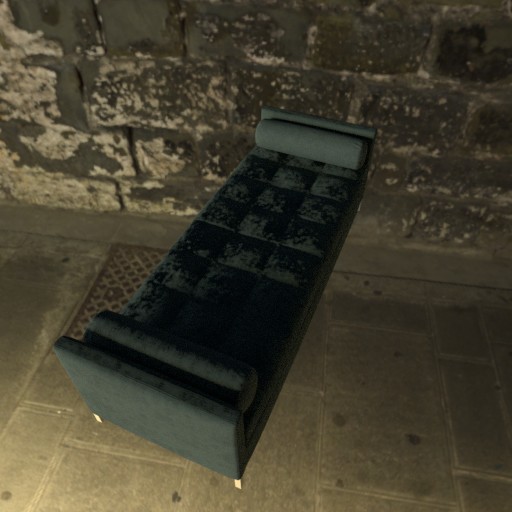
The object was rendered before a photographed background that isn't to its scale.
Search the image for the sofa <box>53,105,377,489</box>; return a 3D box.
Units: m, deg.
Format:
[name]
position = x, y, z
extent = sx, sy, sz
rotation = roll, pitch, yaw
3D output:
[sofa]
position = 0.000, 0.000, 2.446
extent = 0.797, 0.657, 2.102
rotation = 17, 48, 16
